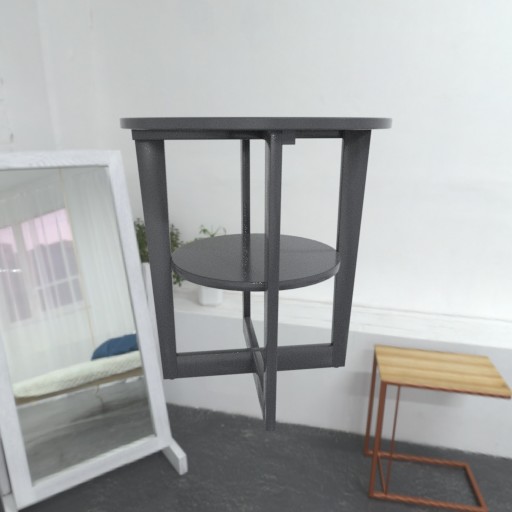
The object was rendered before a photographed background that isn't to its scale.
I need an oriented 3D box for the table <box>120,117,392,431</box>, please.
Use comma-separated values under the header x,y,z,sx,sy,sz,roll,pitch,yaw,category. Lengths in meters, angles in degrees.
x,y,z,sx,sy,sz,roll,pitch,yaw,category
0.000,0.000,0.926,0.500,0.550,0.500,0,17,0,table
